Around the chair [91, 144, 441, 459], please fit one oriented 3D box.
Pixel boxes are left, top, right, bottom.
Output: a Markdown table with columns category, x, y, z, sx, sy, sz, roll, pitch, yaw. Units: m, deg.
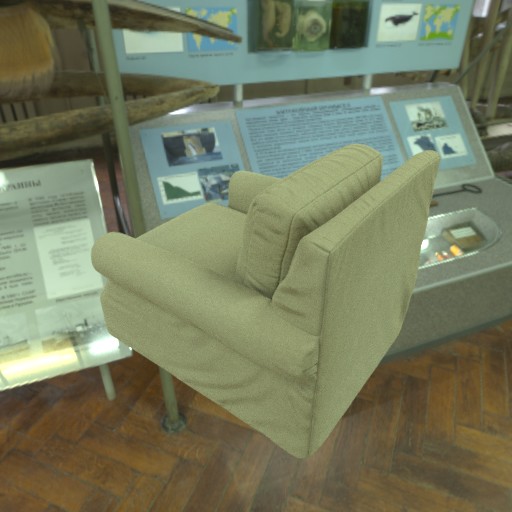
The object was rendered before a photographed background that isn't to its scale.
| category | x | y | z | sx | sy | sz | roll | pitch | yaw |
| --- | --- | --- | --- | --- | --- | --- | --- | --- | --- |
| chair | 0.000 | 0.000 | 1.734 | 1.066 | 0.866 | 0.940 | 22 | 38 | 30 |
